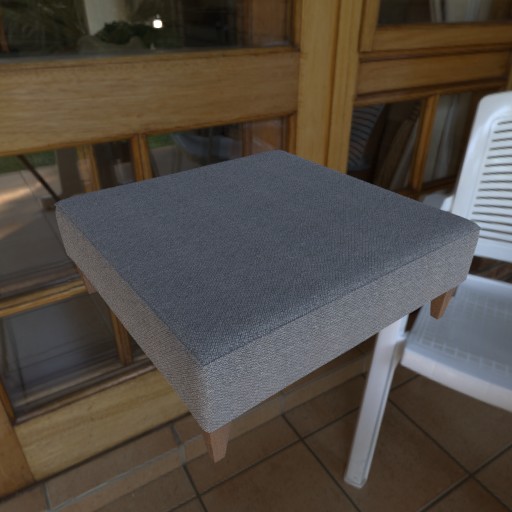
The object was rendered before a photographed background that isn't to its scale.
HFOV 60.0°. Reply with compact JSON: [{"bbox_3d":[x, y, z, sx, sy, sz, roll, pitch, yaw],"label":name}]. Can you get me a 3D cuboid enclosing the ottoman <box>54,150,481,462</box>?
[{"bbox_3d":[0.000,0.000,1.470,0.981,0.378,0.970,-21,36,-31],"label":"ottoman"}]
